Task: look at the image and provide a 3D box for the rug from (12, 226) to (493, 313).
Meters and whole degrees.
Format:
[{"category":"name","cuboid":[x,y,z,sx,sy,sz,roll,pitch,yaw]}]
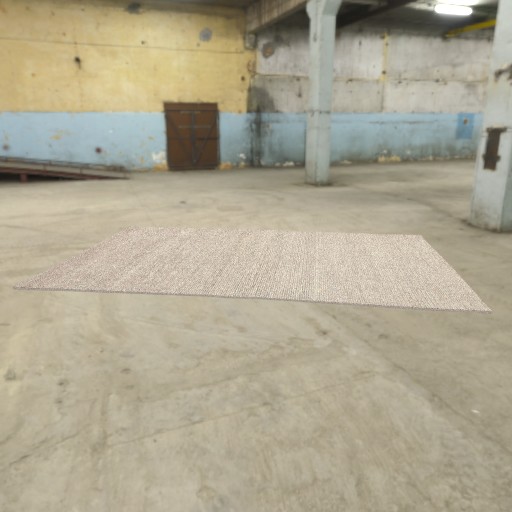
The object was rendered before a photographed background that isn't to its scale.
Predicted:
[{"category":"rug","cuboid":[0.000,0.000,2.165,1.792,0.021,1.154,2,16,8]}]
